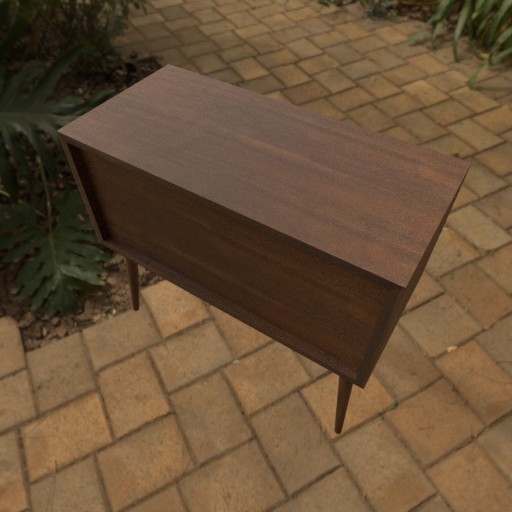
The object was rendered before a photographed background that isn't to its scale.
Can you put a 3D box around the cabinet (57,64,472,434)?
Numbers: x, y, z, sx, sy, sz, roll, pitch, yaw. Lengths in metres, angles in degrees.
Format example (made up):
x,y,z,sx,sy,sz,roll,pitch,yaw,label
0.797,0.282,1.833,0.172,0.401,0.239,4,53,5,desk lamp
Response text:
x,y,z,sx,sy,sz,roll,pitch,yaw,label
0.000,0.000,1.117,0.743,0.654,0.354,26,53,21,cabinet
